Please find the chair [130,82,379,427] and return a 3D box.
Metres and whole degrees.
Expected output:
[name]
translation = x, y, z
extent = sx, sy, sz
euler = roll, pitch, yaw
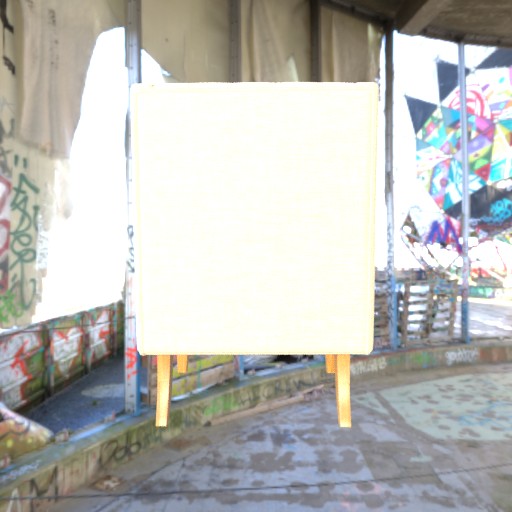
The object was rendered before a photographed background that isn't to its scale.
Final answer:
[chair]
translation = 0.000, 0.000, 1.471
extent = 0.710, 0.930, 0.760
euler = 0, -1, 1
